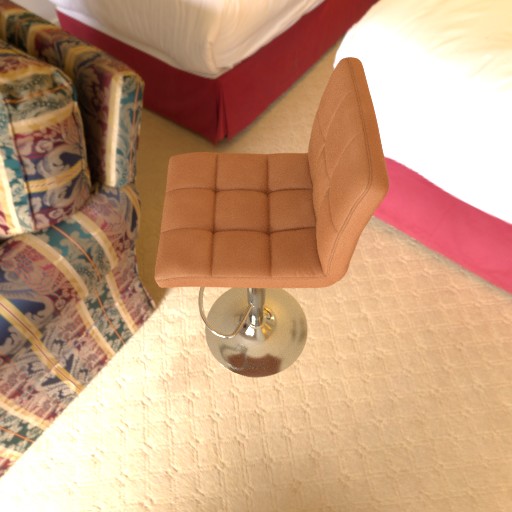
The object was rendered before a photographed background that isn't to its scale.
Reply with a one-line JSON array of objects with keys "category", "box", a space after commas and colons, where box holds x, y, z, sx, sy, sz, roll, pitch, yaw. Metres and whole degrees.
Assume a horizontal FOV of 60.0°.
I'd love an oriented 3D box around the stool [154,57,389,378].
[{"category": "stool", "box": [0.000, 0.000, 1.376, 0.505, 1.115, 0.430, 0, 58, 0]}]
